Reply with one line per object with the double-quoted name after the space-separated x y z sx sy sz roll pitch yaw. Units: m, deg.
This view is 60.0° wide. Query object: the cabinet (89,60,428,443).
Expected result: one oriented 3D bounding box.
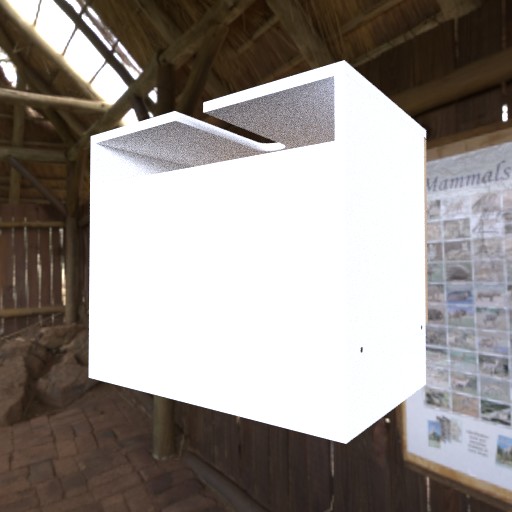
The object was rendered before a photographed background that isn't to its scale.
0.000 0.000 0.942 0.600 0.522 0.400 -1 -2 37 "cabinet"
